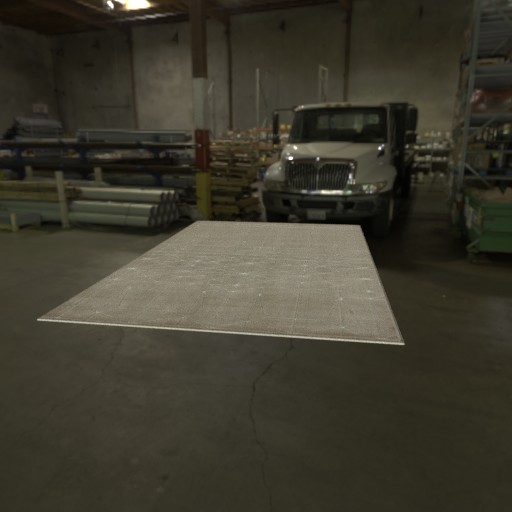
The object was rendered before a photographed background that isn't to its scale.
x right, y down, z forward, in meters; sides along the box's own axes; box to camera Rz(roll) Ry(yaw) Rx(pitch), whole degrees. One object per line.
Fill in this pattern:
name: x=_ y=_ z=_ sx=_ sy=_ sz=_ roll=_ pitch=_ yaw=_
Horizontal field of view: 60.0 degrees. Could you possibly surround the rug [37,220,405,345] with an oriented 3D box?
rug: x=0.000 y=0.000 z=2.960 sx=1.524 sy=0.012 sz=2.438 roll=2 pitch=15 yaw=9
